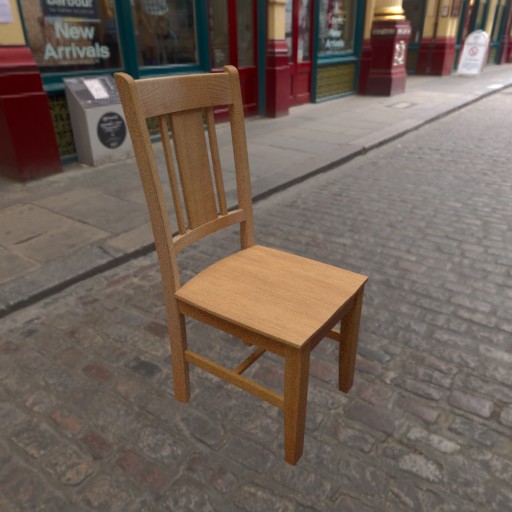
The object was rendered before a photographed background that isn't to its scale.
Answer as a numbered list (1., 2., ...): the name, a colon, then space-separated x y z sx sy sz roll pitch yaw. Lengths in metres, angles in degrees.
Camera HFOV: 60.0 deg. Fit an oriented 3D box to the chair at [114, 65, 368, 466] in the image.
1. chair: 0.000 0.000 1.300 0.556 0.998 0.450 17 31 31
